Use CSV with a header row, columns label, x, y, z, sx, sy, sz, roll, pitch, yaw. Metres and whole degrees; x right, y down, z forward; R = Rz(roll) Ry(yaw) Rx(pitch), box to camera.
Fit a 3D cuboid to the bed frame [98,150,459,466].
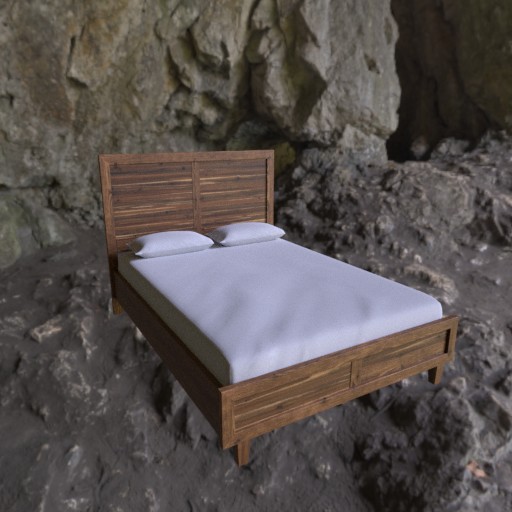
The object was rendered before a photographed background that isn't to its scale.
label,x,y,z,sx,sy,sz,roll,pitch,yaw
bed frame,0.000,0.000,3.318,1.696,1.417,2.276,-9,19,-29
